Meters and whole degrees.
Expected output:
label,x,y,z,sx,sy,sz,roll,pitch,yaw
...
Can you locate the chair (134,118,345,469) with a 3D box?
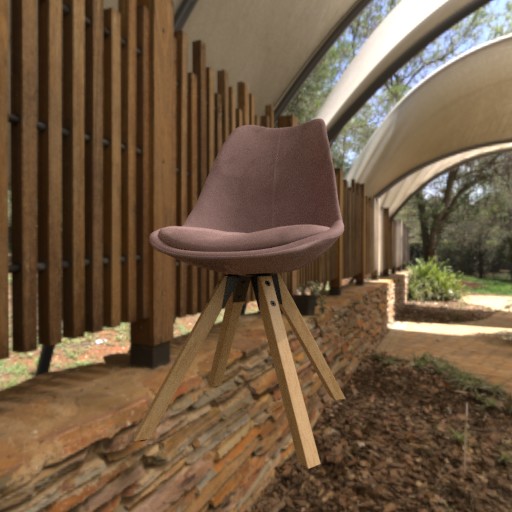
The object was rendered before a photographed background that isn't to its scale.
label,x,y,z,sx,sy,sz,roll,pitch,yaw
chair,0.000,0.000,1.192,0.485,0.850,0.550,0,1,18
